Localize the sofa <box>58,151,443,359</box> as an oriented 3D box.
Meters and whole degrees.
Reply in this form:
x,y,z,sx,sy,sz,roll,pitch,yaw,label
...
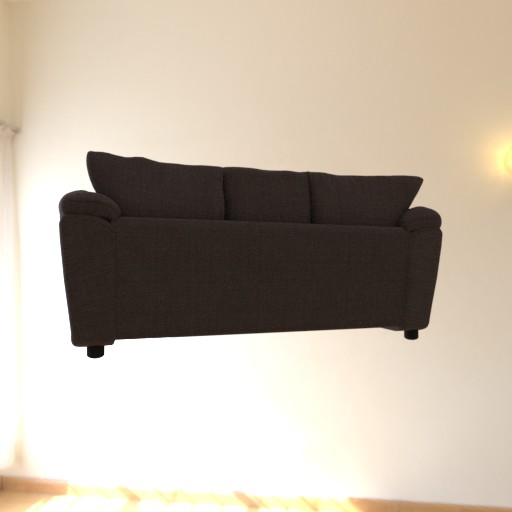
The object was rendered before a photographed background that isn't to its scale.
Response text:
x,y,z,sx,sy,sz,roll,pitch,yaw,label
0.000,0.000,2.862,2.336,1.080,0.883,1,-2,-18,sofa
